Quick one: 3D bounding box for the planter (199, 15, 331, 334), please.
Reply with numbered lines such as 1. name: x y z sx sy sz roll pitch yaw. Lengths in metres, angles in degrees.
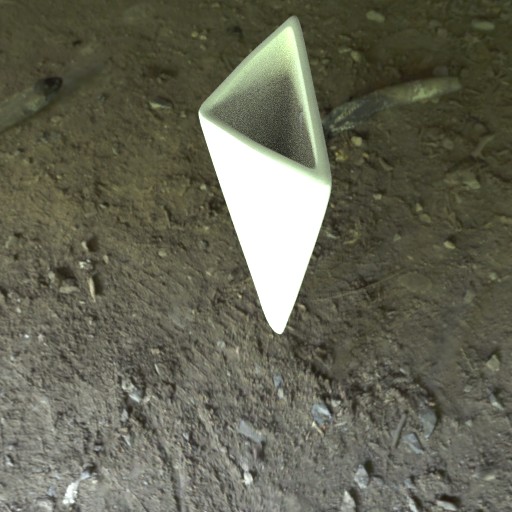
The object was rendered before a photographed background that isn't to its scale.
1. planter: 0.000 0.000 0.382 0.065 0.338 0.143 -3 58 -2
